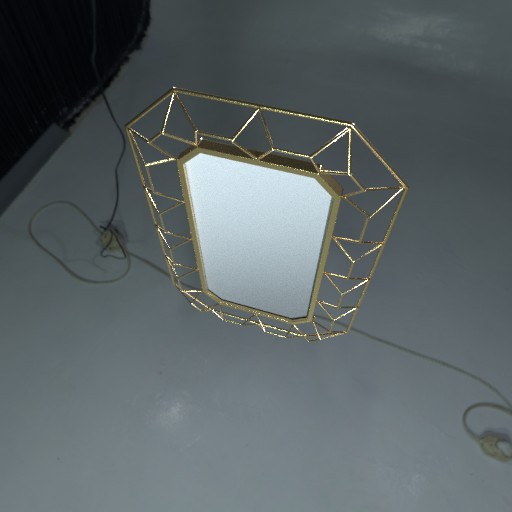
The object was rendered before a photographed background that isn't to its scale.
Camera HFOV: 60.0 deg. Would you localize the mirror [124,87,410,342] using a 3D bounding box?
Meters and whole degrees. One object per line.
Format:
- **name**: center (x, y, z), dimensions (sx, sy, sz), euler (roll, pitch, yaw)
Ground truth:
- **mirror**: center (0.000, 0.000, 1.107), dimensions (0.572, 0.870, 0.051), euler (14, 57, 9)
